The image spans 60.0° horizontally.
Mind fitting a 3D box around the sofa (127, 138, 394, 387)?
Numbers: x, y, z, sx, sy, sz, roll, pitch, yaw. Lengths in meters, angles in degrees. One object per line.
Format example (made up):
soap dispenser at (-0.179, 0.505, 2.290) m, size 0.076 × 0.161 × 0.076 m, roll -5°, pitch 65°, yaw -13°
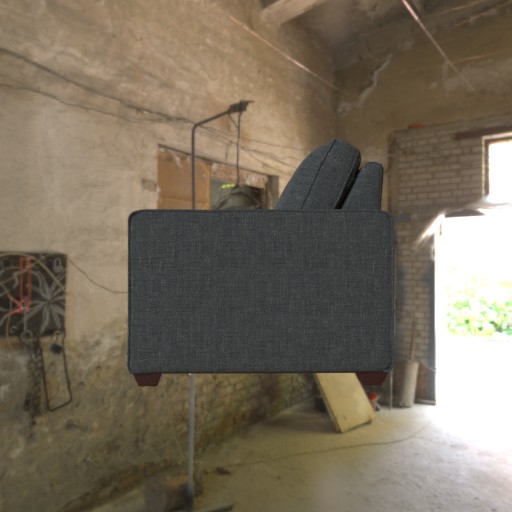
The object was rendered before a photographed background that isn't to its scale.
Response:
sofa at (0.000, 0.000, 2.355) m, size 0.947 × 0.918 × 1.709 m, roll 0°, pitch 0°, yaw -1°
